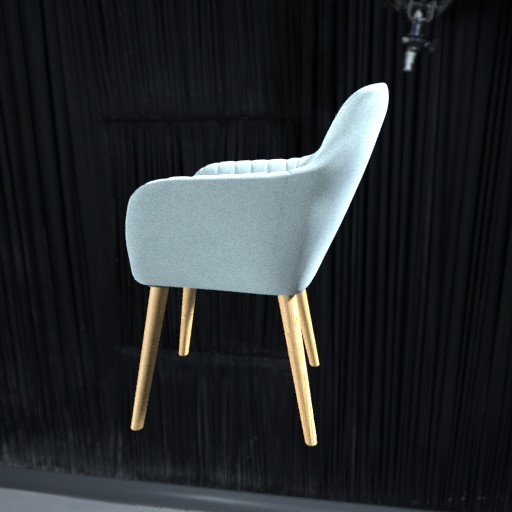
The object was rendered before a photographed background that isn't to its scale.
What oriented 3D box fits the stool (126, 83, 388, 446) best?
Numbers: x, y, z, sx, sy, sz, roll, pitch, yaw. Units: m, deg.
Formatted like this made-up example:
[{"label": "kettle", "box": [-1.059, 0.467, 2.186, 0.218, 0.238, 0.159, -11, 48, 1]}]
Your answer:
[{"label": "stool", "box": [0.000, 0.000, 1.168, 0.590, 0.830, 0.503, 2, 16, 8]}]
